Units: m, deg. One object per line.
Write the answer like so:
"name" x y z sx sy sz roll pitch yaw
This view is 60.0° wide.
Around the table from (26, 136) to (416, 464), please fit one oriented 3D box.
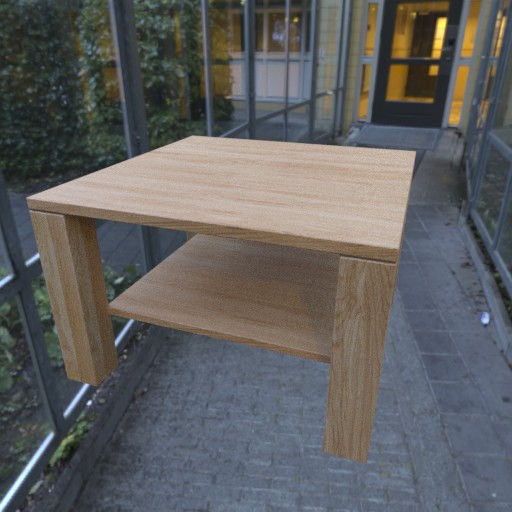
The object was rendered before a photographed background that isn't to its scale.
"table" 0.000 0.000 1.148 0.700 0.450 0.700 9 27 18
